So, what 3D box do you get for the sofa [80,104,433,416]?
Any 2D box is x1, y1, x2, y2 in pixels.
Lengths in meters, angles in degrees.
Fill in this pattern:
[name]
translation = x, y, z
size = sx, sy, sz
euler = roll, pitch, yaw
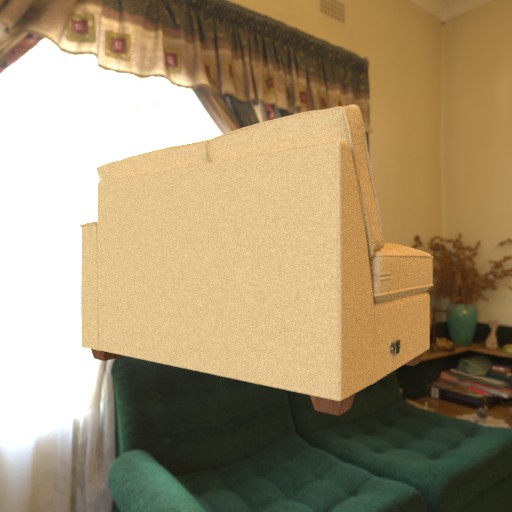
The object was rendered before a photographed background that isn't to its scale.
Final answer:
[sofa]
translation = 0.000, 0.000, 2.087
size = 1.388, 0.989, 0.991
euler = 0, 0, 37
